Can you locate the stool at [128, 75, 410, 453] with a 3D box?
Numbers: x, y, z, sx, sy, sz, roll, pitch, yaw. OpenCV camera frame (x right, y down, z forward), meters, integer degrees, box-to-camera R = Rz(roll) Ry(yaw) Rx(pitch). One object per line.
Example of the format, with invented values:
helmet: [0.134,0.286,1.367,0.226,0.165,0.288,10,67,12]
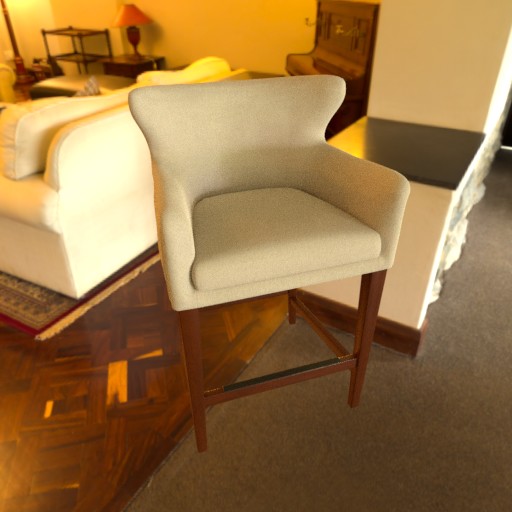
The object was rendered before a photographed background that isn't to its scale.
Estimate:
stool: [0.000,0.000,1.335,0.601,0.951,0.570,-10,33,-16]
